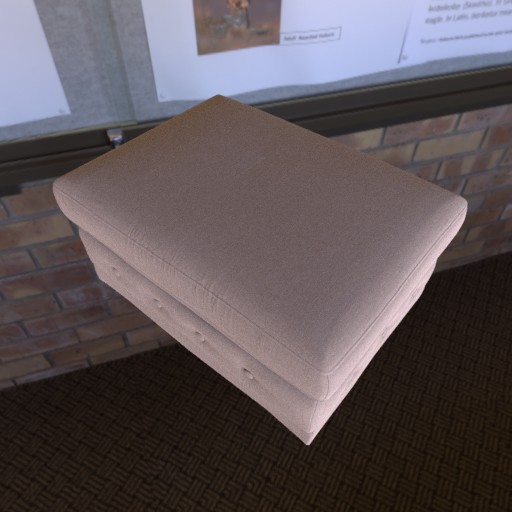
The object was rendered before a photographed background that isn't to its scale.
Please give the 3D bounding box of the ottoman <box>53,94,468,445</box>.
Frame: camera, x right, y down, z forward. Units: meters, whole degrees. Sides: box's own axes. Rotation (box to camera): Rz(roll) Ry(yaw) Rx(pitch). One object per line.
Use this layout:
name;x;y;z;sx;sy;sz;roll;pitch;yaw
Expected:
ottoman;0.000;0.000;1.132;0.771;0.500;0.569;32;54;26
